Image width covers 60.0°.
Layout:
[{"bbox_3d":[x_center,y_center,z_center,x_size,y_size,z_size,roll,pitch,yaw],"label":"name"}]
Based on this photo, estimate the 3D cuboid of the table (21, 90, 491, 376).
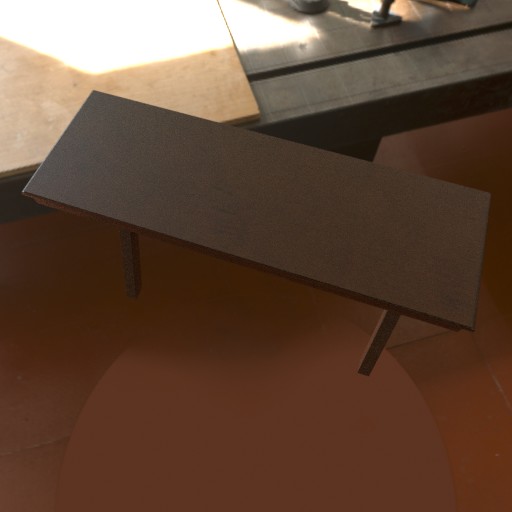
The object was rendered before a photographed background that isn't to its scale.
[{"bbox_3d":[0.000,0.000,1.523,1.197,0.763,0.399,17,65,8],"label":"table"}]
